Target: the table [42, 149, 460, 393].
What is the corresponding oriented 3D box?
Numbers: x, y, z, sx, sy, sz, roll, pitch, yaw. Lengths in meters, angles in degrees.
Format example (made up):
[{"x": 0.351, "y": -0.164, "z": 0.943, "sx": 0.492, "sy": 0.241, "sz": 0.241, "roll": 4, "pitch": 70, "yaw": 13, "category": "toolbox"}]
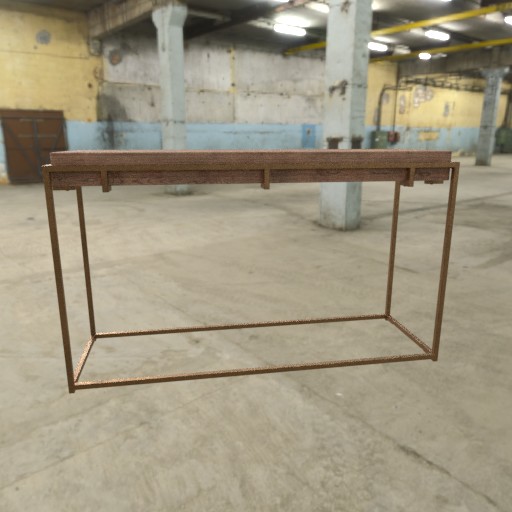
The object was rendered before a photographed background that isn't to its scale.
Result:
[{"x": 0.000, "y": 0.000, "z": 1.769, "sx": 1.400, "sy": 0.820, "sz": 0.440, "roll": -2, "pitch": 15, "yaw": -9, "category": "table"}]
